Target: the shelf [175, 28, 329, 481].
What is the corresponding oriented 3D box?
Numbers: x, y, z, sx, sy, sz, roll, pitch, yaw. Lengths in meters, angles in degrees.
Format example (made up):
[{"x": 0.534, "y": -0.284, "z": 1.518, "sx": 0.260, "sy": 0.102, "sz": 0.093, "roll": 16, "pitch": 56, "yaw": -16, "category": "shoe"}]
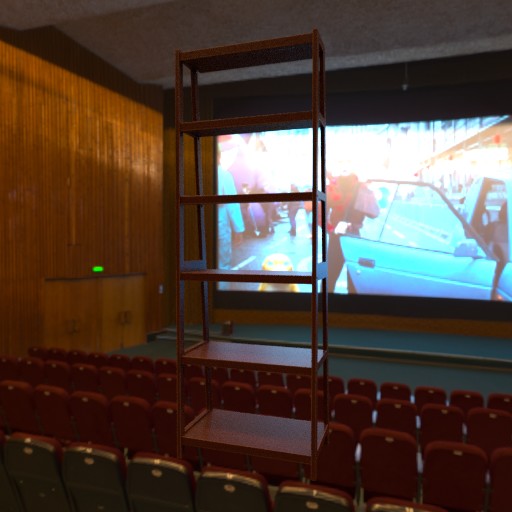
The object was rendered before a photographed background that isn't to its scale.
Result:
[{"x": 0.000, "y": 0.000, "z": 2.135, "sx": 0.660, "sy": 1.892, "sz": 0.381, "roll": 1, "pitch": 2, "yaw": 18, "category": "shelf"}]
